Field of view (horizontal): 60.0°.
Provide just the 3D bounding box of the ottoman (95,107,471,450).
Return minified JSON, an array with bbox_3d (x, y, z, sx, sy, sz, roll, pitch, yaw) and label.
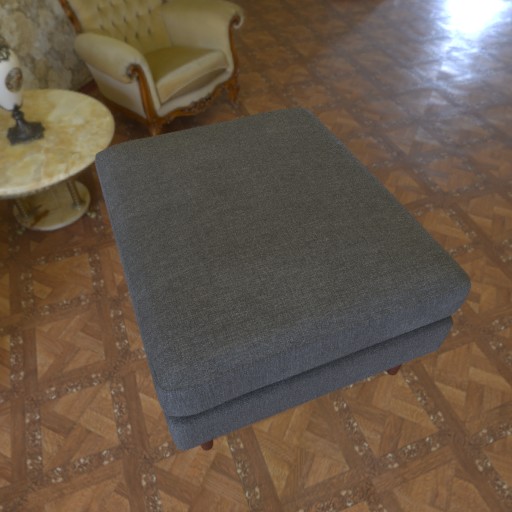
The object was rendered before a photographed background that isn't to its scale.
[{"bbox_3d":[0.000,0.000,1.230,0.693,0.474,0.821,-16,49,-15],"label":"ottoman"}]
